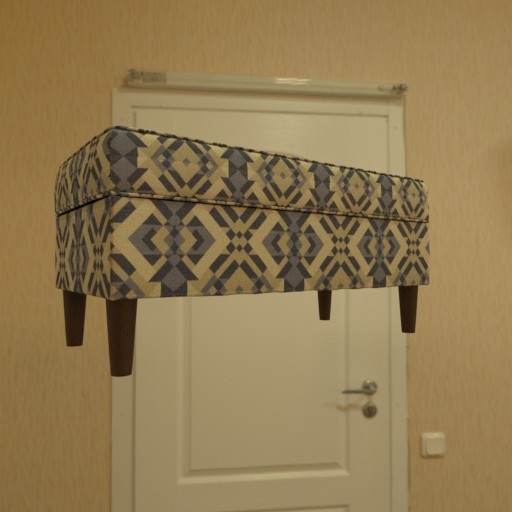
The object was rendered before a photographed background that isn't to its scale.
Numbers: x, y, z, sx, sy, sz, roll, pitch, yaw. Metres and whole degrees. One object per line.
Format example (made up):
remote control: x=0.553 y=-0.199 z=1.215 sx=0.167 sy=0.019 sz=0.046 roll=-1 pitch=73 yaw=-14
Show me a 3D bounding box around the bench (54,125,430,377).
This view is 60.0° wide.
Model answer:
bench: x=0.000 y=0.000 z=1.289 sx=1.016 sy=0.477 sz=0.492 roll=1 pitch=-1 yaw=-35
